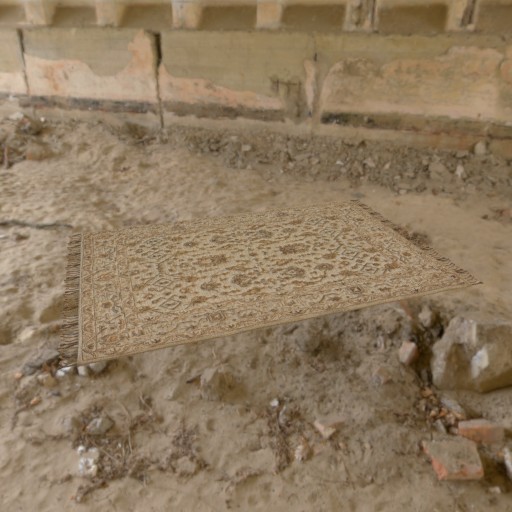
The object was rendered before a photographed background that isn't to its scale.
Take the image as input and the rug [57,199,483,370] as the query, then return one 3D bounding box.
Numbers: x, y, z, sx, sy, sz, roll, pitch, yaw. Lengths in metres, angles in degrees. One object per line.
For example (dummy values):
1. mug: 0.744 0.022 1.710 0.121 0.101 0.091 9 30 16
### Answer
1. rug: 0.000 0.000 2.994 2.434 0.027 1.529 -9 29 -16
